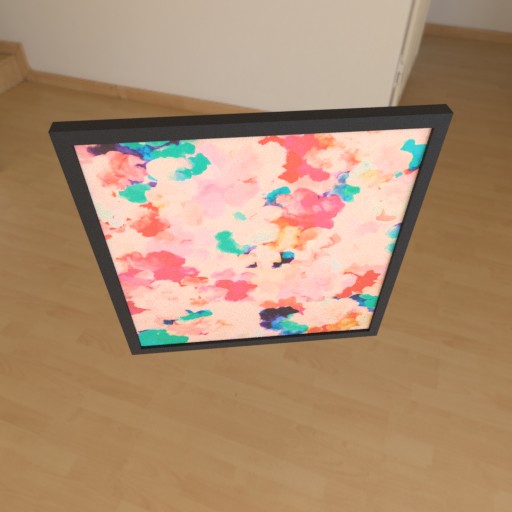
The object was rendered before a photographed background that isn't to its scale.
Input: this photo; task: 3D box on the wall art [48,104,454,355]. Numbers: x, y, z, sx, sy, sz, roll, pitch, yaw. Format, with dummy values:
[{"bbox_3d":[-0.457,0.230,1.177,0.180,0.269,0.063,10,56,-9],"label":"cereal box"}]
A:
[{"bbox_3d":[0.000,0.000,0.447,0.306,0.304,0.015,-4,46,-4],"label":"wall art"}]
